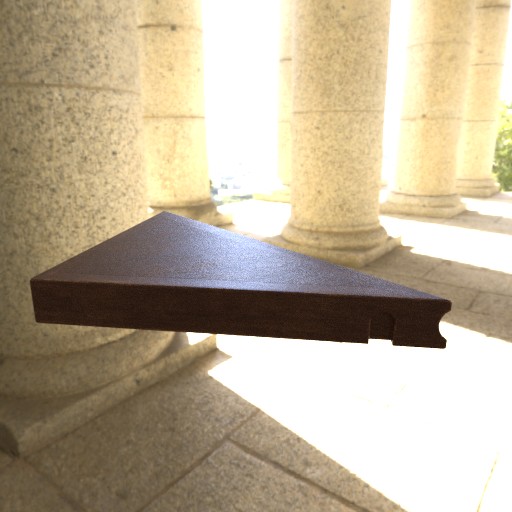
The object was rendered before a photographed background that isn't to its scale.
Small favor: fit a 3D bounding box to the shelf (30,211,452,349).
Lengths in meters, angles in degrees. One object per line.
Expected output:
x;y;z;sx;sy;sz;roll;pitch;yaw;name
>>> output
0.000;0.000;0.449;0.296;0.035;0.296;2;16;8;shelf
